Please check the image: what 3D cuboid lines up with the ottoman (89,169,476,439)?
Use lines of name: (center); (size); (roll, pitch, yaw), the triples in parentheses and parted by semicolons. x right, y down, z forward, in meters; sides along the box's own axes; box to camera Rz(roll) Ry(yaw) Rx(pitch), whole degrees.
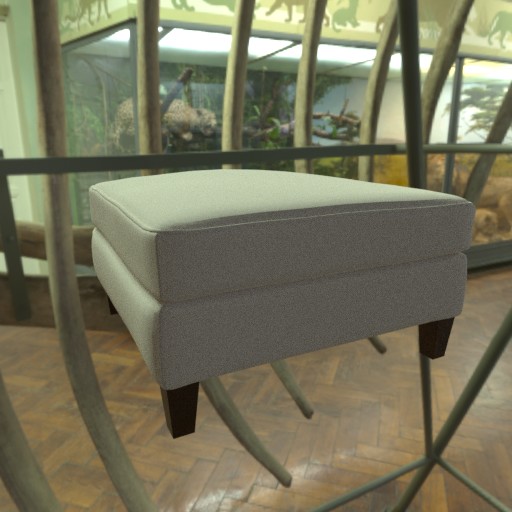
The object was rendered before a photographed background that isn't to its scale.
ottoman: (0.000, 0.000, 1.315); (0.838, 0.479, 0.838); (-8, 17, -26)
